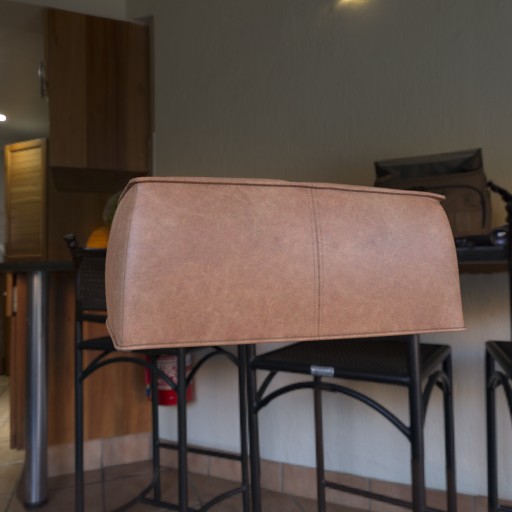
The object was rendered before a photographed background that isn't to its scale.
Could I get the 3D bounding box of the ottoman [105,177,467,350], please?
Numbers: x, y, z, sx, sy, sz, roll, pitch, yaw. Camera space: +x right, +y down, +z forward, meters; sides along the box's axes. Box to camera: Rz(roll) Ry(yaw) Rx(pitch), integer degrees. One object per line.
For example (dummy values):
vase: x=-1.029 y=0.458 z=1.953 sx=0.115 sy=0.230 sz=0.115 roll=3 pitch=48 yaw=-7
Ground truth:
ottoman: x=0.000 y=0.000 z=1.401 sx=0.901 sy=0.395 sz=0.902 roll=0 pitch=-1 yaw=-18
